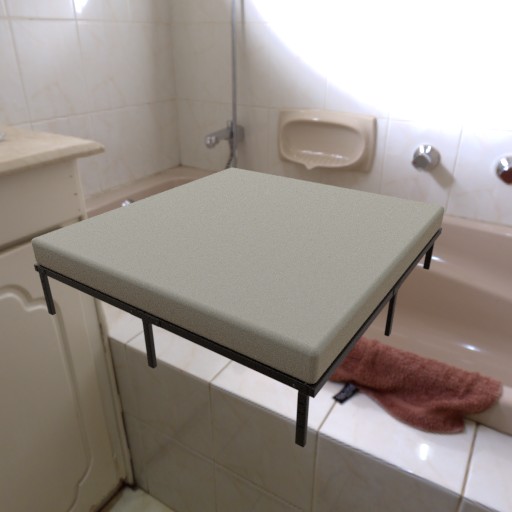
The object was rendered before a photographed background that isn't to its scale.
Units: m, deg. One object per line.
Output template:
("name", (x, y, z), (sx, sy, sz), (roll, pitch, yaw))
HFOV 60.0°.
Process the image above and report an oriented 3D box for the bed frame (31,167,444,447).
("bed frame", (0.000, 0.000, 3.932), (2.526, 0.680, 2.635), (17, 31, 30))
